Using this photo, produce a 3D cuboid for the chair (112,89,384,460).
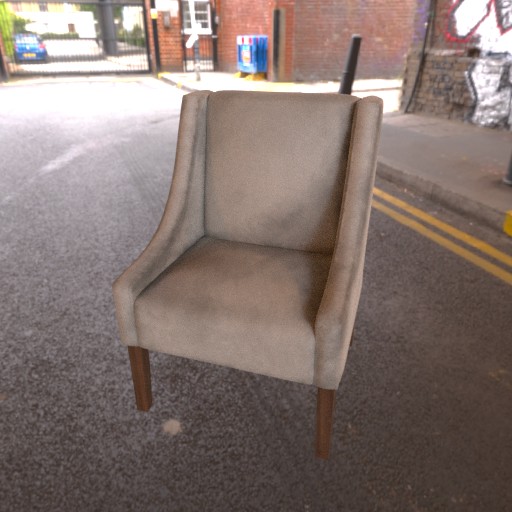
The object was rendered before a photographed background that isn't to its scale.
[{"bbox_3d":[0.000,0.000,1.351,0.629,0.895,0.629,8,27,16],"label":"chair"}]
